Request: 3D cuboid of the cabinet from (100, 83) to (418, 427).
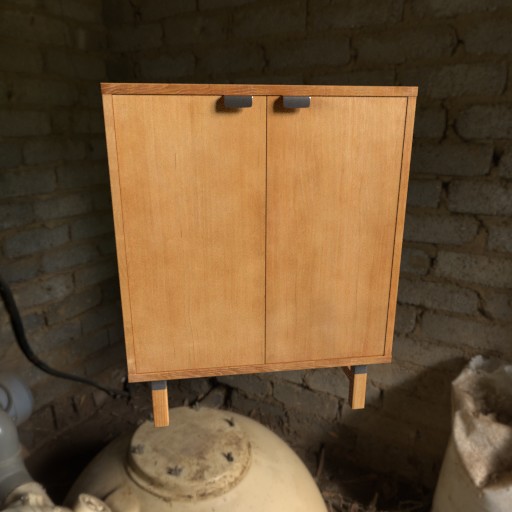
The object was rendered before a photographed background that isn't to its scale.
[{"bbox_3d":[0.000,0.000,1.427,0.800,1.001,0.419,-2,17,-8],"label":"cabinet"}]
